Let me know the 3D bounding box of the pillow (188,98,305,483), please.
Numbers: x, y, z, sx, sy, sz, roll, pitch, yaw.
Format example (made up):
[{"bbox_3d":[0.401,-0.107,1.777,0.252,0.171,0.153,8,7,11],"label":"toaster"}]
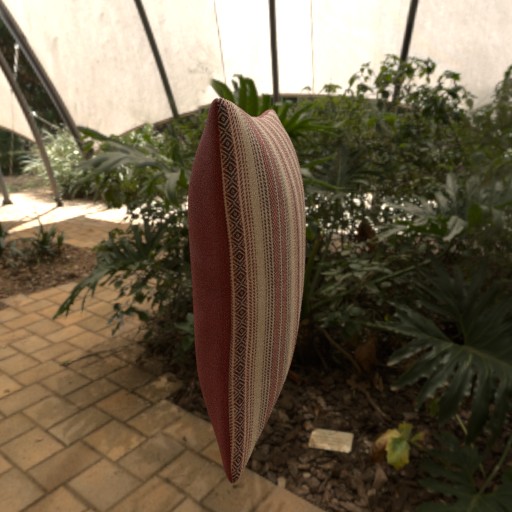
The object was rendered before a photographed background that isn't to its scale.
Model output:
[{"bbox_3d":[0.000,0.000,0.772,0.166,0.497,0.513,2,17,8],"label":"pillow"}]
